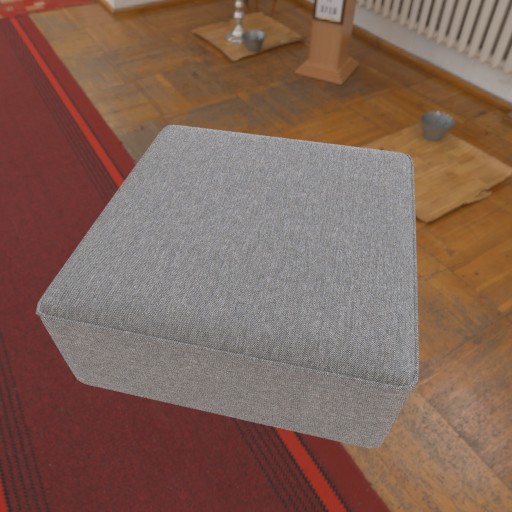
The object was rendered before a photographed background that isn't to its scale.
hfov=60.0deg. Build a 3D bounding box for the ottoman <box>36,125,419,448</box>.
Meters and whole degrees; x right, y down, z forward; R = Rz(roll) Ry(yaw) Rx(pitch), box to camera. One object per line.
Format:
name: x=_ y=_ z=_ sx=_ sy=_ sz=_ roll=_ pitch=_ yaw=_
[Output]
ottoman: x=0.000 y=0.000 z=1.553 sx=1.005 sy=0.455 sz=1.005 roll=9 pitch=47 yaw=9
